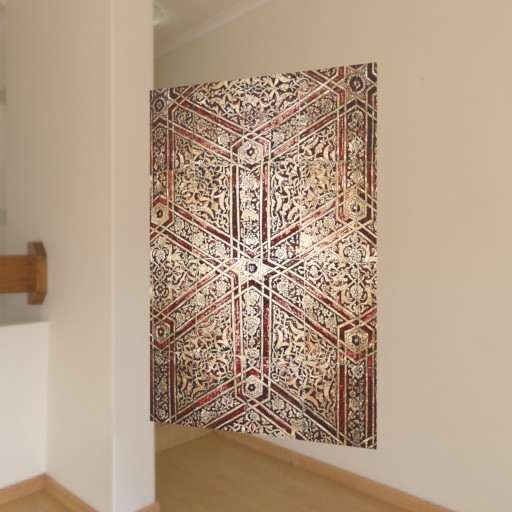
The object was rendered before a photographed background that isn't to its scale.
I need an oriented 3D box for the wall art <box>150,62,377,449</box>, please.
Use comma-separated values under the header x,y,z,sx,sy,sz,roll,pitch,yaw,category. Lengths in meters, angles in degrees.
x,y,z,sx,sy,sz,roll,pitch,yaw,category
0.000,0.000,0.753,0.397,0.599,0.020,0,0,17,wall art
